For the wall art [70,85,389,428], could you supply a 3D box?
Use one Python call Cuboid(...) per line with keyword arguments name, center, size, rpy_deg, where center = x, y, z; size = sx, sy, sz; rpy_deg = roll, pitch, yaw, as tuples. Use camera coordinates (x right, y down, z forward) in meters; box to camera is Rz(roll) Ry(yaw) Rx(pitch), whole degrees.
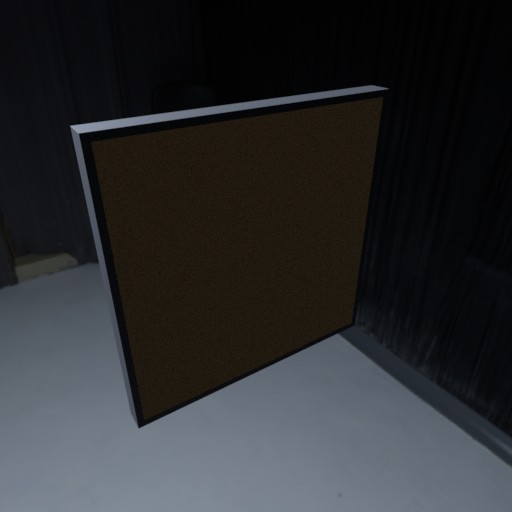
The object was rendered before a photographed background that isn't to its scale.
Cuboid(name="wall art", center=(0.000, 0.000, 0.769), size=(0.509, 0.509, 0.040), rpy_deg=(-18, 35, -28))
